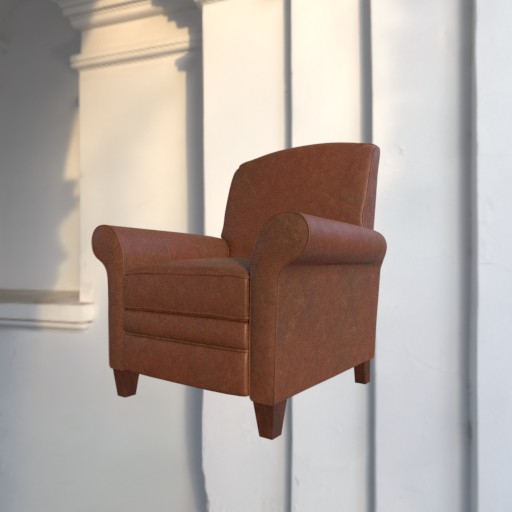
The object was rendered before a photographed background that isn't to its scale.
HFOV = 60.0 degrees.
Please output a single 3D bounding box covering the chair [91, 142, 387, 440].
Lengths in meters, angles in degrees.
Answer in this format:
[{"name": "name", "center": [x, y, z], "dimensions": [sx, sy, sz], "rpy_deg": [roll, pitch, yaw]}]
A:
[{"name": "chair", "center": [0.000, 0.000, 1.812], "dimensions": [0.978, 1.061, 0.902], "rpy_deg": [0, 0, 36]}]
